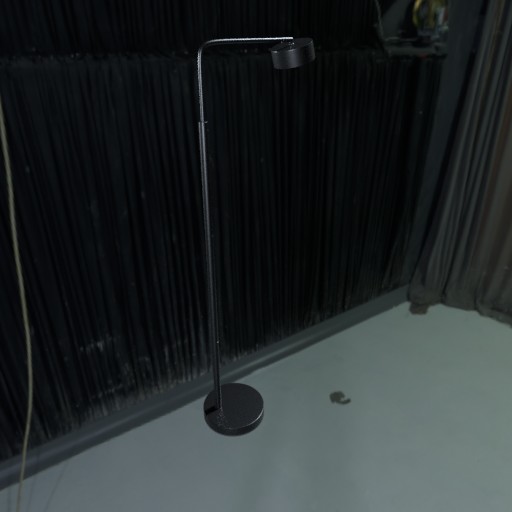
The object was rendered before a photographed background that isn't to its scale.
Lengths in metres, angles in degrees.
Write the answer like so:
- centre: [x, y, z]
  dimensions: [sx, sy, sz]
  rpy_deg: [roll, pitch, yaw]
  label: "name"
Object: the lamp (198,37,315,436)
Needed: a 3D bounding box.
- centre: [0.000, 0.000, 1.394]
  dimensions: [0.418, 1.230, 0.219]
  rpy_deg: [-18, 33, -31]
  label: "lamp"
